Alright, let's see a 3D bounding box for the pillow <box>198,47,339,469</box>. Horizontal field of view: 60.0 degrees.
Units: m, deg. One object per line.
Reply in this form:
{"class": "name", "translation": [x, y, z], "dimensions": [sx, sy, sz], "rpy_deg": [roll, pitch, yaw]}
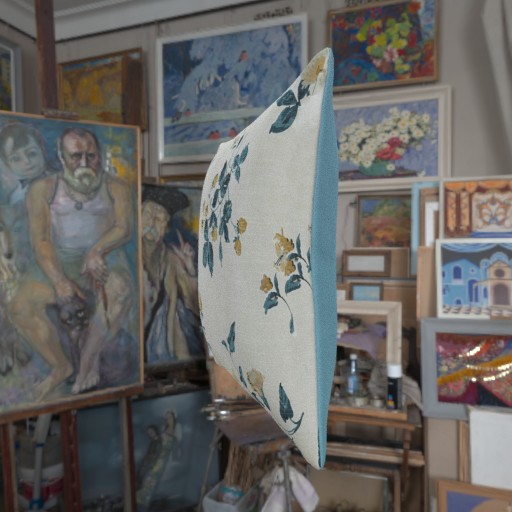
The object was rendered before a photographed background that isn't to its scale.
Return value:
{"class": "pillow", "translation": [0.000, 0.000, 0.778], "dimensions": [0.166, 0.507, 0.526], "rpy_deg": [0, 1, -18]}
